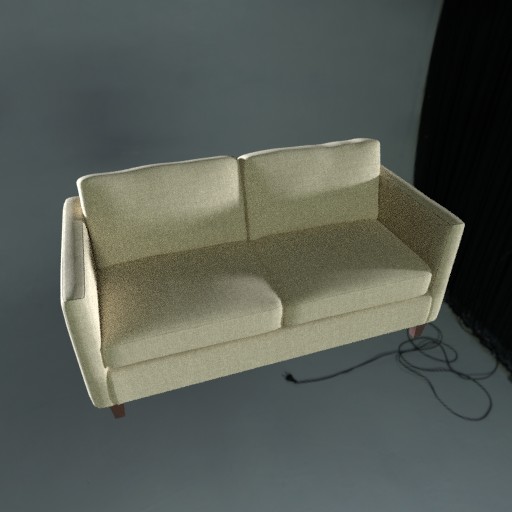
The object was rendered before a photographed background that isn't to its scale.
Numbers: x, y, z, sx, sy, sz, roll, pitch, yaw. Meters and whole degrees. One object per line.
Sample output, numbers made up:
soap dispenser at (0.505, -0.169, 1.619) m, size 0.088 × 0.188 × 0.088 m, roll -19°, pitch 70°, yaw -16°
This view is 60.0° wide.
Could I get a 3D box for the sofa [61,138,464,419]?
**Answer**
sofa at (0.000, 0.000, 2.409) m, size 1.884 × 0.963 × 0.950 m, roll -11°, pitch 36°, yaw -15°
